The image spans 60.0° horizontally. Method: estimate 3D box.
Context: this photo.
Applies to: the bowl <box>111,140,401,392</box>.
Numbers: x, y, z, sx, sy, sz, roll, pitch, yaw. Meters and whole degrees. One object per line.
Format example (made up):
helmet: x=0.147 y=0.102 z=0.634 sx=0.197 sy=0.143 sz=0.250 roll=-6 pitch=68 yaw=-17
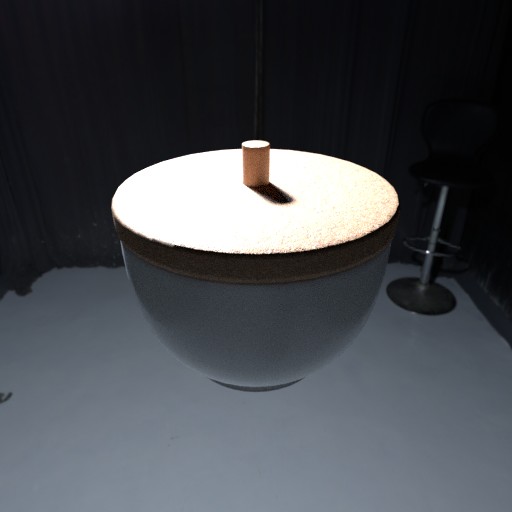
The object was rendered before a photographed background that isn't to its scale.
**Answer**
bowl: x=0.000 y=0.000 z=0.217 sx=0.126 sy=0.110 sz=0.126 roll=0 pitch=29 yaw=0
